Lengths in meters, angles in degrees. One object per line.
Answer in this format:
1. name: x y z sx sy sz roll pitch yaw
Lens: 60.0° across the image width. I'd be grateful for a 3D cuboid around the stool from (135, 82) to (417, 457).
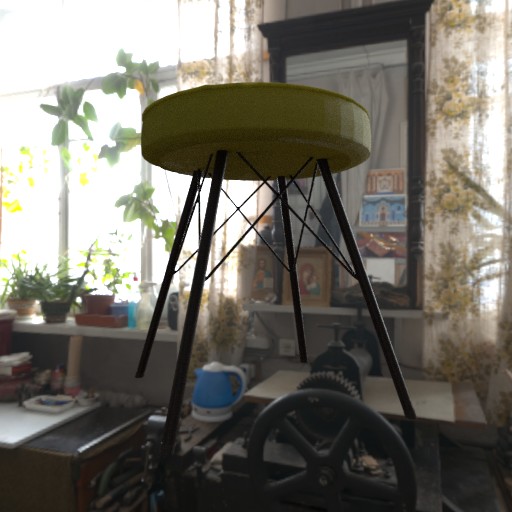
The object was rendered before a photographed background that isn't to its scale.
1. stool: 0.000 0.000 0.814 0.409 0.508 0.409 0 0 -20
